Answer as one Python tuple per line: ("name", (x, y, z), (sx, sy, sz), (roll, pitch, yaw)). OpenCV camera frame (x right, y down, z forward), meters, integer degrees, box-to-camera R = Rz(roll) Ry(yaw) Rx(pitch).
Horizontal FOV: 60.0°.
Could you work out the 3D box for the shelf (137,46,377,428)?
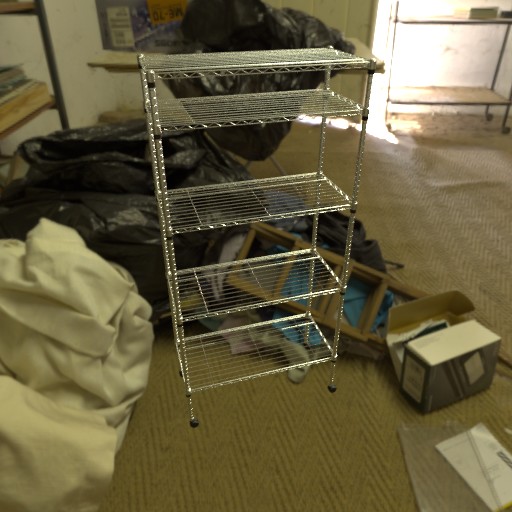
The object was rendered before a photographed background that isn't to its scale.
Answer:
("shelf", (0.000, 0.000, 1.915), (0.762, 1.587, 0.356), (-9, 33, -14))
